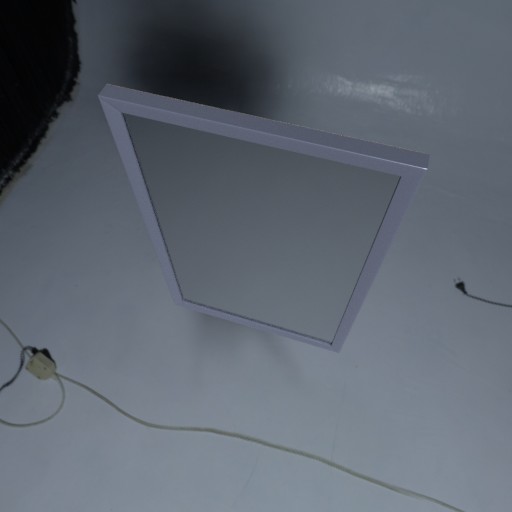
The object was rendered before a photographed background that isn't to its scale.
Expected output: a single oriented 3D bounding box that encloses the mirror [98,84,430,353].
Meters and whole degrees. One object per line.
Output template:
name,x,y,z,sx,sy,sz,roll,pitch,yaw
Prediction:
mirror,0.000,0.000,1.181,0.609,0.915,0.040,15,60,9
